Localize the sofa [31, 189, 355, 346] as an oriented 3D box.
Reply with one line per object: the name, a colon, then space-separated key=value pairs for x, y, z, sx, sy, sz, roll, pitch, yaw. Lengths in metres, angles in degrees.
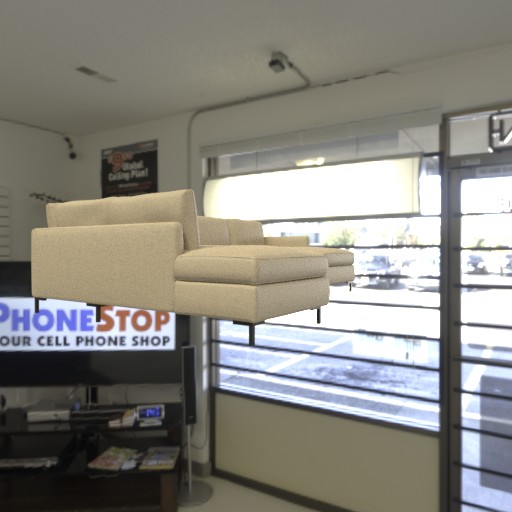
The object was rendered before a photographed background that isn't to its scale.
sofa: x=0.000 y=0.000 z=3.575 sx=1.879 sy=0.756 sz=2.737 roll=1 pitch=1 yaw=34
